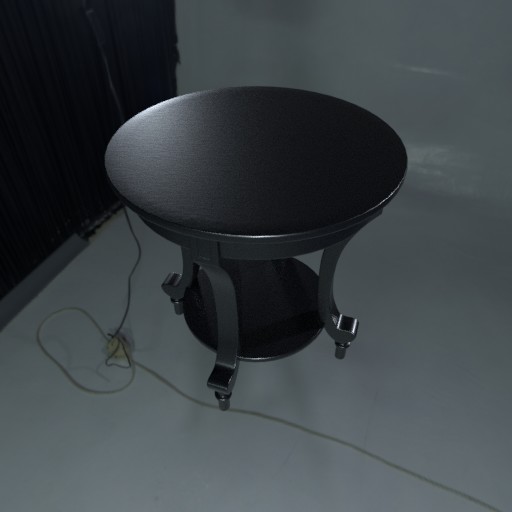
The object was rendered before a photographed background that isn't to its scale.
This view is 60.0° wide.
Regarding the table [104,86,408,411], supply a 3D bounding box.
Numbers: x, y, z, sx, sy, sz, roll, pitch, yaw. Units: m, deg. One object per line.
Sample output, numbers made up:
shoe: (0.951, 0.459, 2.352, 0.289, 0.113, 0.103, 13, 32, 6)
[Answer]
table: (0.000, 0.000, 1.102, 0.597, 0.618, 0.597, 0, 42, 0)
